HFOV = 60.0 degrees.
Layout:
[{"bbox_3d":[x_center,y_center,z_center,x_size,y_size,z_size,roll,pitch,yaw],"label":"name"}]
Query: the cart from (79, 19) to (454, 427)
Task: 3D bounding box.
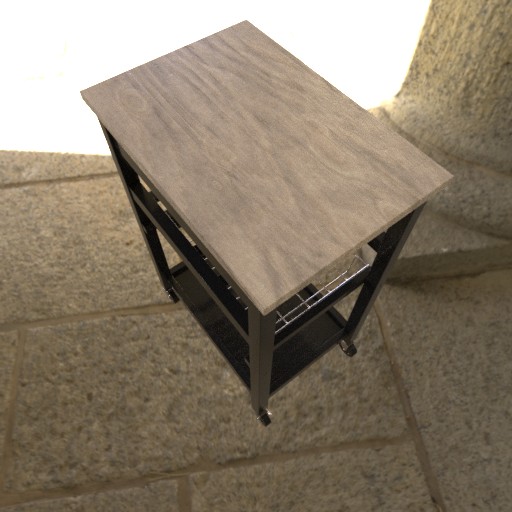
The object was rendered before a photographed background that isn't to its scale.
[{"bbox_3d":[0.000,0.000,1.143,0.403,0.839,0.584,-33,64,-19],"label":"cart"}]
